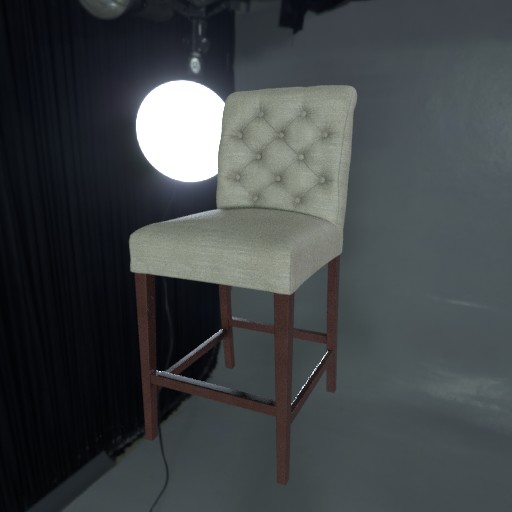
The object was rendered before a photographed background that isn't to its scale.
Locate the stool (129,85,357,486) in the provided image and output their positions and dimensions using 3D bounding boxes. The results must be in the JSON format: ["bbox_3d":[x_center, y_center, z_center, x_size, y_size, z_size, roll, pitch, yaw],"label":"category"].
[{"bbox_3d":[0.000,0.000,1.429,0.486,1.084,0.660,6,15,24],"label":"stool"}]
